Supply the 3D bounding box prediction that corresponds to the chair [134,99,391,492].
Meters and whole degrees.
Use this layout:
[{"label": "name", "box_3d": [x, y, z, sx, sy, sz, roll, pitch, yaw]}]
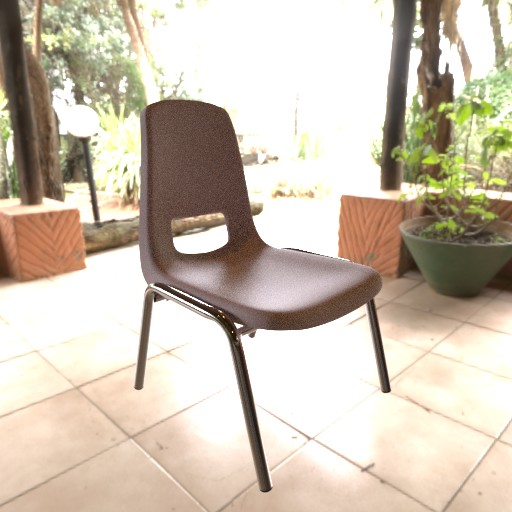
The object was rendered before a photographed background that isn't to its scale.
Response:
[{"label": "chair", "box_3d": [0.000, 0.000, 0.781, 0.385, 0.536, 0.354, 15, 22, 42]}]
